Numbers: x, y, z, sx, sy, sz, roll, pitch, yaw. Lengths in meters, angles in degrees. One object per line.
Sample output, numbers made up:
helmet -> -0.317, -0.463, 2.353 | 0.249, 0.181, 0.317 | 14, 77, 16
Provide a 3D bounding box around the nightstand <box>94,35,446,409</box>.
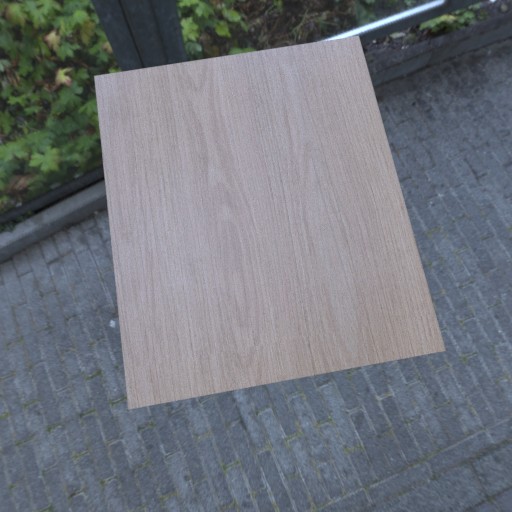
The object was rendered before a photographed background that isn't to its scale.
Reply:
nightstand -> 0.000, 0.000, 0.852 | 0.380, 0.571, 0.450 | -10, 76, -2
